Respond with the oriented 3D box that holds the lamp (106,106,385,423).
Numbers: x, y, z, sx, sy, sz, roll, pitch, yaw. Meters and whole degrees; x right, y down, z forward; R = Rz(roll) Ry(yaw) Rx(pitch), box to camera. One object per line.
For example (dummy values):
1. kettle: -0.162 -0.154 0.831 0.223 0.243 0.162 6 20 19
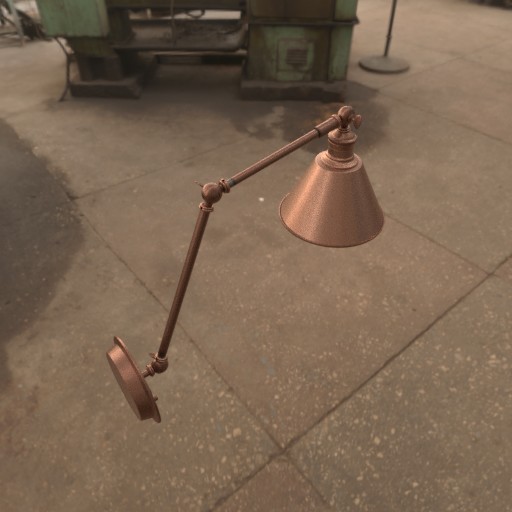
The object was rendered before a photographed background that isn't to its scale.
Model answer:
1. lamp: 0.000 0.000 0.865 0.624 0.502 0.223 -26 48 -27
